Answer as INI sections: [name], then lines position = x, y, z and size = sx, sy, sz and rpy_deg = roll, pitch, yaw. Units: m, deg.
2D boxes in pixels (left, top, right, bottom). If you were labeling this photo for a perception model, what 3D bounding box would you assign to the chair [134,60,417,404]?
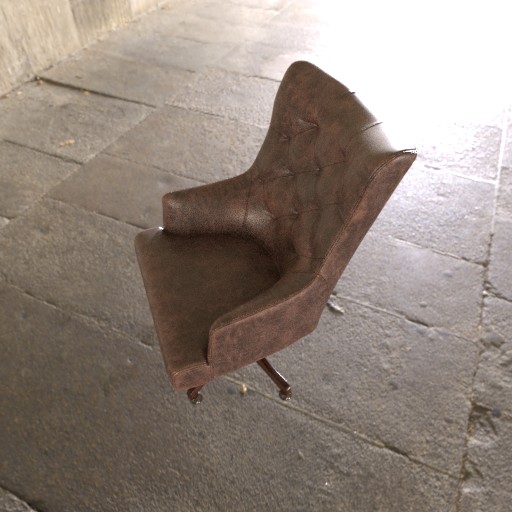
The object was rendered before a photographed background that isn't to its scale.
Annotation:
[chair]
position = 0.000, 0.000, 1.504
size = 0.762, 1.035, 0.641
rpy_deg = -15, 48, -14
